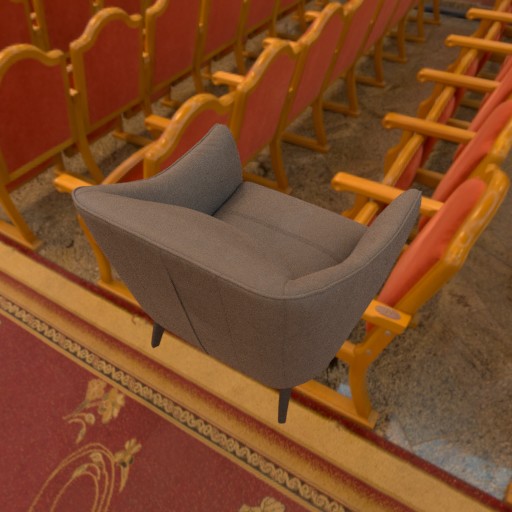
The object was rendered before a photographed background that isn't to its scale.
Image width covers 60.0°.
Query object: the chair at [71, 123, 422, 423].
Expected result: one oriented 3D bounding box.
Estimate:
[{"bbox_3d":[0.000,0.000,1.563,0.871,0.830,0.852,24,51,21],"label":"chair"}]
